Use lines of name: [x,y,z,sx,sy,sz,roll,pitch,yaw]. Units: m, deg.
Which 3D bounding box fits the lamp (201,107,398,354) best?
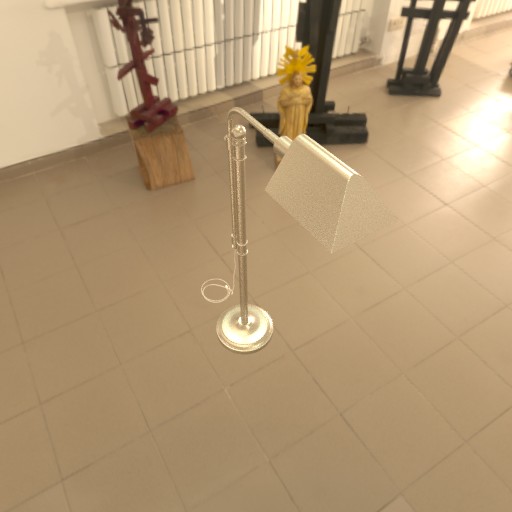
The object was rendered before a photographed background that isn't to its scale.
lamp: [0.000,0.000,0.954,0.159,0.708,0.546,-24,51,-21]
